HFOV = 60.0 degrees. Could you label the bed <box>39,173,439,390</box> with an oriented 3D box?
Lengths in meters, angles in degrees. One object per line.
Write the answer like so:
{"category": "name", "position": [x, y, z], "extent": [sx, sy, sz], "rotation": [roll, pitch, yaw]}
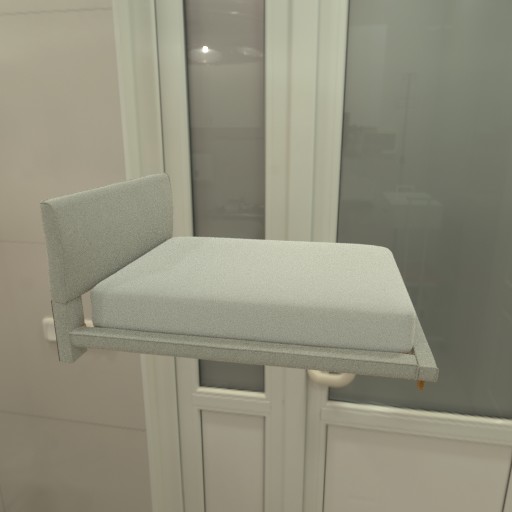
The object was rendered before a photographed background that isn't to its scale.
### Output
{"category": "bed", "position": [0.000, 0.000, 3.386], "extent": [2.368, 1.067, 1.840], "rotation": [3, 16, 10]}
